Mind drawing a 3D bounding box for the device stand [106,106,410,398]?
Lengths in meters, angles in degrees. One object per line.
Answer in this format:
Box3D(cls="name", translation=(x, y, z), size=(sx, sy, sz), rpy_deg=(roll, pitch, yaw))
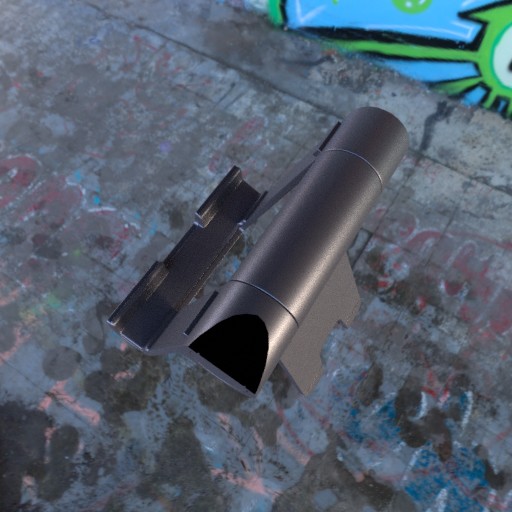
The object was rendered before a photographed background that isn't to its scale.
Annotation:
Box3D(cls="device stand", translation=(0.000, 0.000, 0.153), size=(0.079, 0.084, 0.088), rpy_deg=(30, 67, 14))
